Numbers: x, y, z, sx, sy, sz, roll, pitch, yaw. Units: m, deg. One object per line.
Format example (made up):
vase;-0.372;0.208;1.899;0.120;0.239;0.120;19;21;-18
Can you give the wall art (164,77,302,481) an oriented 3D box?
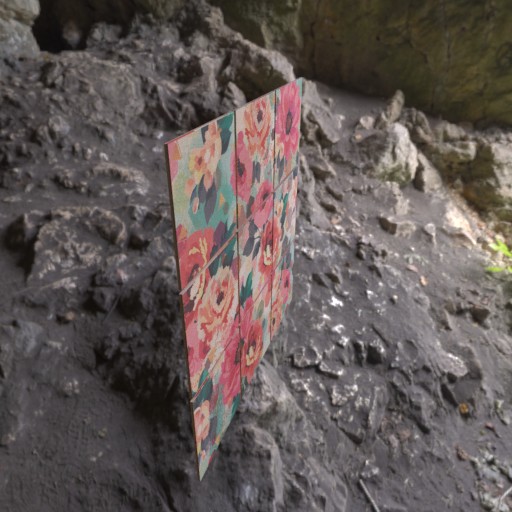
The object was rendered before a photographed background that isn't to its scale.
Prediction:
wall art;0.000;0.000;2.250;0.013;1.519;1.521;10;30;17
